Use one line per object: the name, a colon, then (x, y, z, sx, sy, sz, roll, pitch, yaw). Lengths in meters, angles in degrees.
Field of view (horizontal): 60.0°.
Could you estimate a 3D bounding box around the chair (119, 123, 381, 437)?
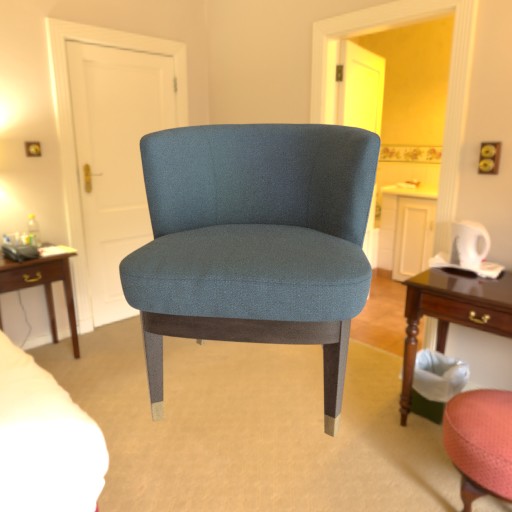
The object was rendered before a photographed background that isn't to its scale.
chair: (0.000, 0.000, 1.285, 0.661, 0.760, 0.702, 2, 15, 8)
